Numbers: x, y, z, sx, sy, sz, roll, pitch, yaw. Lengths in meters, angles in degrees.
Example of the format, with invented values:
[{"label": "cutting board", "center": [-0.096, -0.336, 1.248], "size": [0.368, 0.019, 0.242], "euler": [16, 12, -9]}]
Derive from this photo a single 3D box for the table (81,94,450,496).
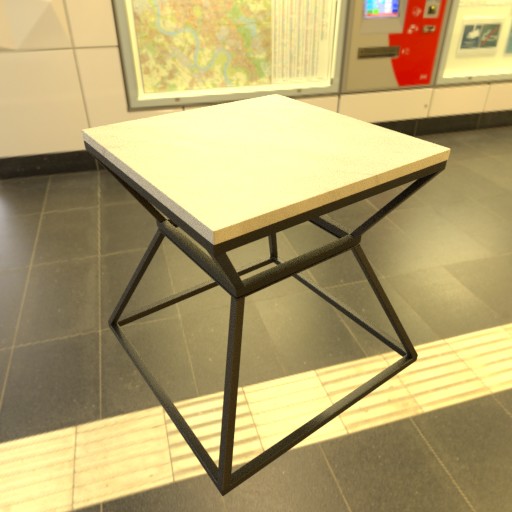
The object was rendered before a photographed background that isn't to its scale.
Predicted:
[{"label": "table", "center": [0.000, 0.000, 0.798], "size": [0.455, 0.431, 0.455], "euler": [-22, 39, -30]}]
